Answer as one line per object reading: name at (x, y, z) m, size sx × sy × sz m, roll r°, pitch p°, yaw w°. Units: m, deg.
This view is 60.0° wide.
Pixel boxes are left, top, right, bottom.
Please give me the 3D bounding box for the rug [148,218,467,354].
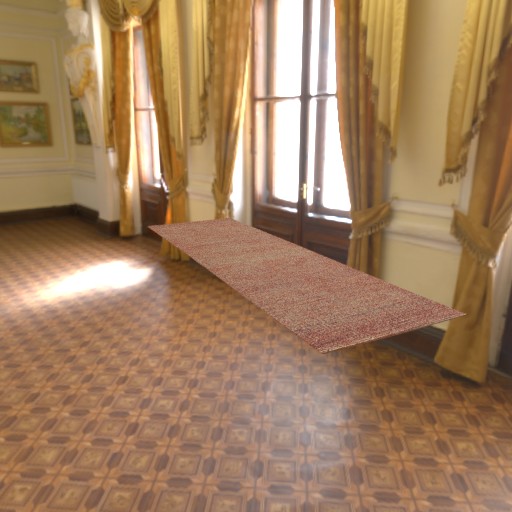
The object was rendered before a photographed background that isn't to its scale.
rug at (0.000, 0.000, 2.643) m, size 0.718 × 0.013 × 2.353 m, roll -8°, pitch 18°, yaw -26°
